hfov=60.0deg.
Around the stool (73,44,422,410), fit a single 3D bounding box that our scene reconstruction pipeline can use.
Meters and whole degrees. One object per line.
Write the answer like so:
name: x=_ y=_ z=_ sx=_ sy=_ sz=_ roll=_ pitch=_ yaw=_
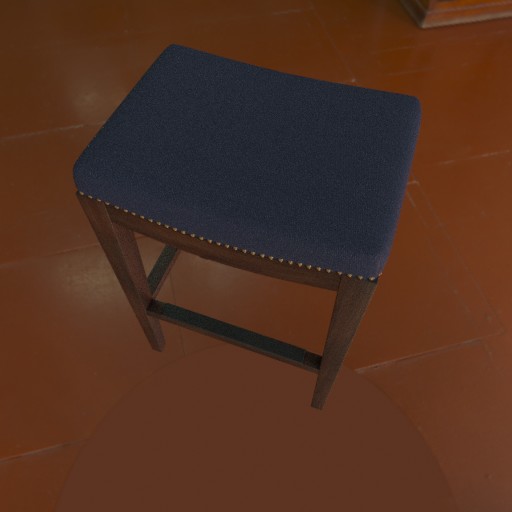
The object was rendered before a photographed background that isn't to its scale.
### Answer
stool: x=0.000 y=0.000 z=0.999 sx=0.498 sy=0.740 sz=0.358 roll=17 pitch=59 yaw=11
